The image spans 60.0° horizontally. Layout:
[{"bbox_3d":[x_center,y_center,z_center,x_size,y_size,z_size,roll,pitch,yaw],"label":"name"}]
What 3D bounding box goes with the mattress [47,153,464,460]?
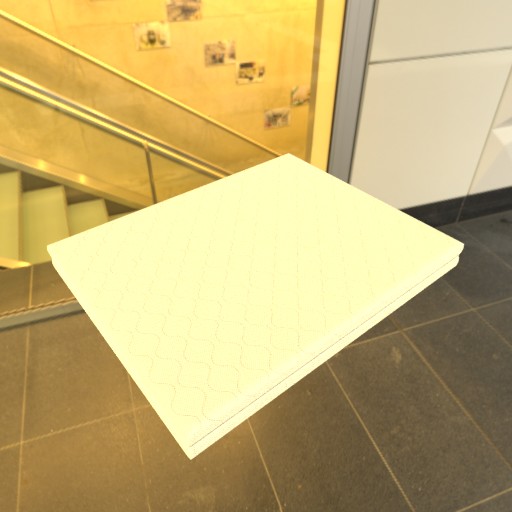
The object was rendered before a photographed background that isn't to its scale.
[{"bbox_3d":[0.000,0.000,2.757,2.000,0.200,1.600,-27,46,-29],"label":"mattress"}]
